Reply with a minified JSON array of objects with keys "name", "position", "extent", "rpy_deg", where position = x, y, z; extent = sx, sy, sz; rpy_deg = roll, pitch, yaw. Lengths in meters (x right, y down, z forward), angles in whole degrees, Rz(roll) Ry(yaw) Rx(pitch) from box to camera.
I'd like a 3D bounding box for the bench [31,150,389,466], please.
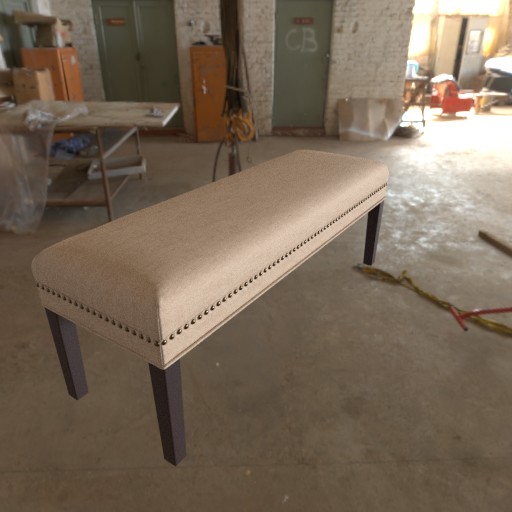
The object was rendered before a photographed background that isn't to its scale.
[{"name":"bench","position":[0.000,0.000,1.423],"extent":[0.410,0.457,1.219],"rpy_deg":[17,31,30]}]
